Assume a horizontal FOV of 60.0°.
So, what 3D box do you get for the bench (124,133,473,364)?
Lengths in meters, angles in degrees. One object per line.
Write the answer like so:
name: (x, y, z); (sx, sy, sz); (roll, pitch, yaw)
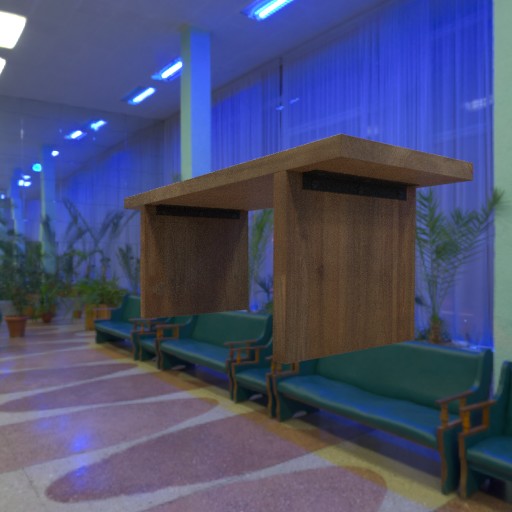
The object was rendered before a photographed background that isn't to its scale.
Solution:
bench: (0.000, 0.000, 1.431); (0.458, 0.458, 1.183); (0, 0, -35)
